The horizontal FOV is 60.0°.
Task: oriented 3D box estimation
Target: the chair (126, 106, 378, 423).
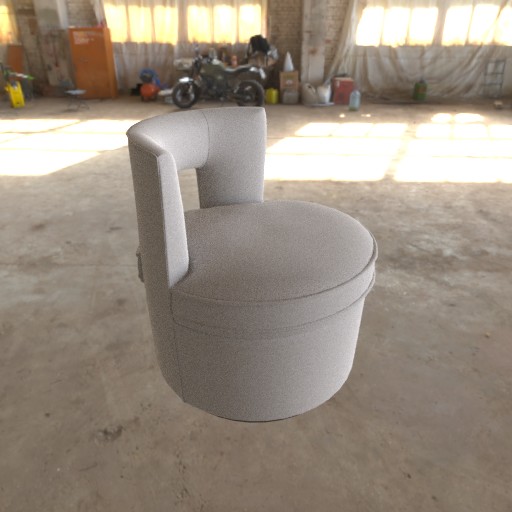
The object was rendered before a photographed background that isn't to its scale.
[{"bbox_3d":[0.000,0.000,1.258,0.665,0.723,0.650,10,29,19],"label":"chair"}]
